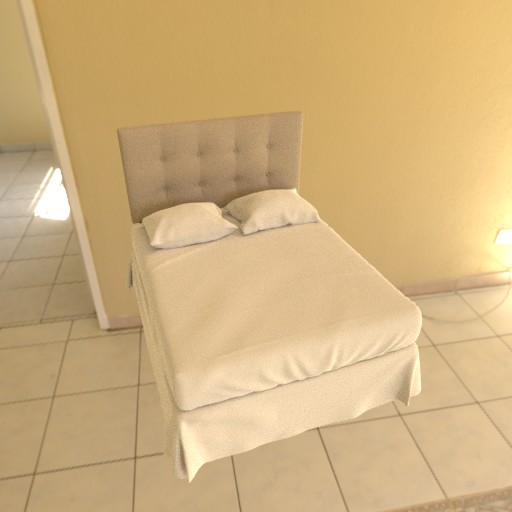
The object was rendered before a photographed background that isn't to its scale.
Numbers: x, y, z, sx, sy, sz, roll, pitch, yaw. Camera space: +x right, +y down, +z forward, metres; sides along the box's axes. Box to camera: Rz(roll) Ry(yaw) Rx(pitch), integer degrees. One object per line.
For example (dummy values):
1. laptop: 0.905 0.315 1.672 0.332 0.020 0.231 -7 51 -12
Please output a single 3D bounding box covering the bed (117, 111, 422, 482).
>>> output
1. bed: 0.000 0.000 3.380 1.936 1.577 2.222 -11 34 -17
